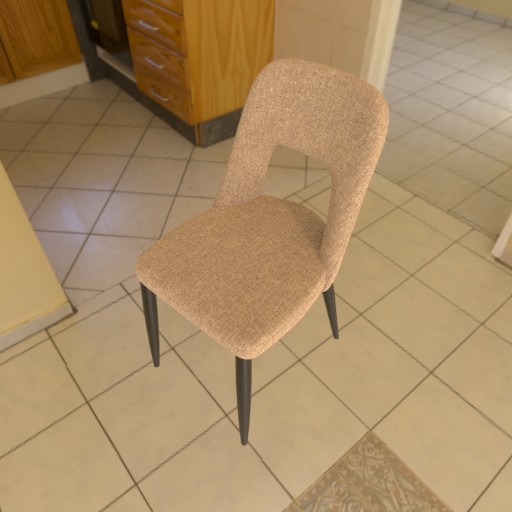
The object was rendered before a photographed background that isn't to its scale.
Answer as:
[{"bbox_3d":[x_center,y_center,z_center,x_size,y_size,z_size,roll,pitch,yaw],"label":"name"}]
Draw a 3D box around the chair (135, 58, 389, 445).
[{"bbox_3d":[0.000,0.000,1.302,0.470,0.931,0.612,32,53,28],"label":"chair"}]
